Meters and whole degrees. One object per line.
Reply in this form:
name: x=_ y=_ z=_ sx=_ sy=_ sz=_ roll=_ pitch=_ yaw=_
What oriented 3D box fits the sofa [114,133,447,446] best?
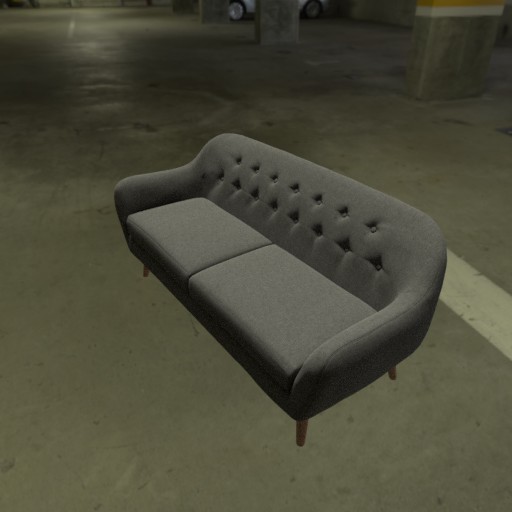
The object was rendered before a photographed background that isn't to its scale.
sofa: x=0.000 y=0.000 z=2.285 sx=0.820 sy=0.820 sz=1.840 roll=-21 pitch=38 yaw=-30
